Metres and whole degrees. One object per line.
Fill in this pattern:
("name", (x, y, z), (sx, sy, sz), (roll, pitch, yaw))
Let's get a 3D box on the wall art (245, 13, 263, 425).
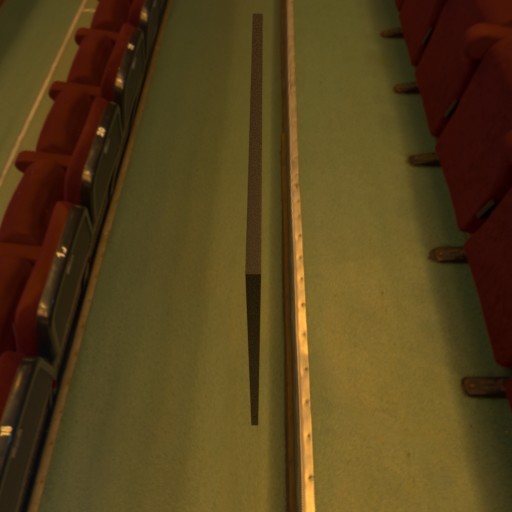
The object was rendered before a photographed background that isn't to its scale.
("wall art", (0.000, 0.000, 0.677), (0.013, 0.534, 0.381), (1, 57, 0))
